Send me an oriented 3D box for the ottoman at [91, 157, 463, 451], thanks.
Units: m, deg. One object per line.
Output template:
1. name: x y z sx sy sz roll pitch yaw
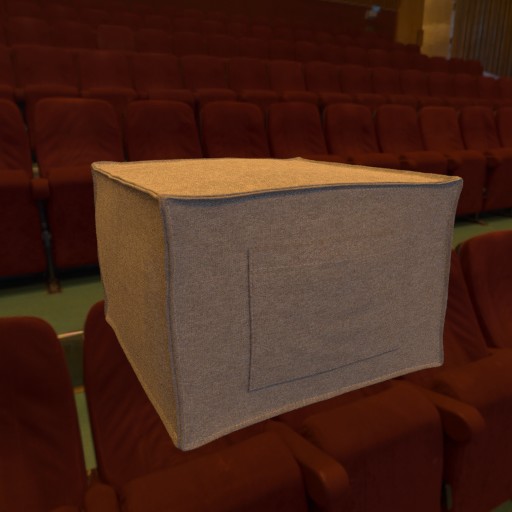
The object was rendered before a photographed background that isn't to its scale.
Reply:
1. ottoman: 0.000 0.000 1.135 0.707 0.470 0.696 -8 18 -27
